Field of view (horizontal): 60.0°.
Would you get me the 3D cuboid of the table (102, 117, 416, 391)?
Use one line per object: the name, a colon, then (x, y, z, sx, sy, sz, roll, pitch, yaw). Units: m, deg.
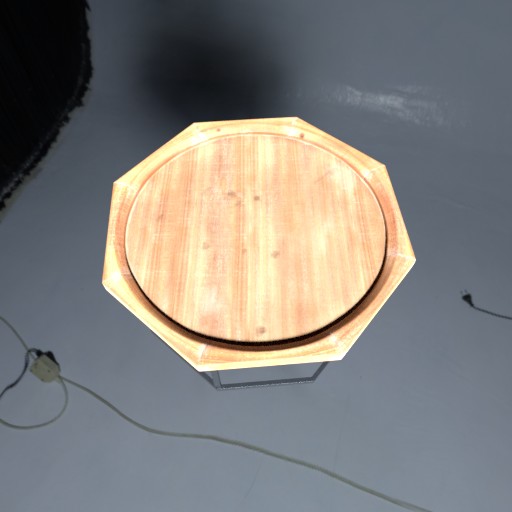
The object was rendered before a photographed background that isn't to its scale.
table: (0.000, 0.000, 1.589, 1.002, 0.444, 1.002, 0, 58, 0)
